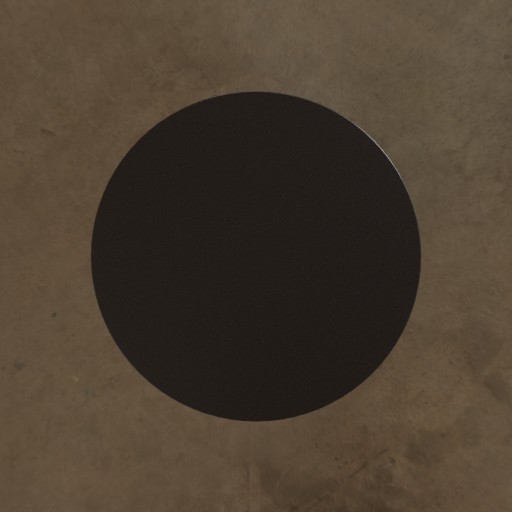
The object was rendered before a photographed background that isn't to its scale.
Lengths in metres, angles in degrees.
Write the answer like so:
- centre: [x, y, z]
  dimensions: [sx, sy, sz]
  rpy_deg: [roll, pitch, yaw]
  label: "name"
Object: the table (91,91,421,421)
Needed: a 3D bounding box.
- centre: [0.000, 0.000, 1.451]
  dimensions: [0.914, 0.457, 0.914]
  rpy_deg: [0, 91, 0]
  label: "table"
